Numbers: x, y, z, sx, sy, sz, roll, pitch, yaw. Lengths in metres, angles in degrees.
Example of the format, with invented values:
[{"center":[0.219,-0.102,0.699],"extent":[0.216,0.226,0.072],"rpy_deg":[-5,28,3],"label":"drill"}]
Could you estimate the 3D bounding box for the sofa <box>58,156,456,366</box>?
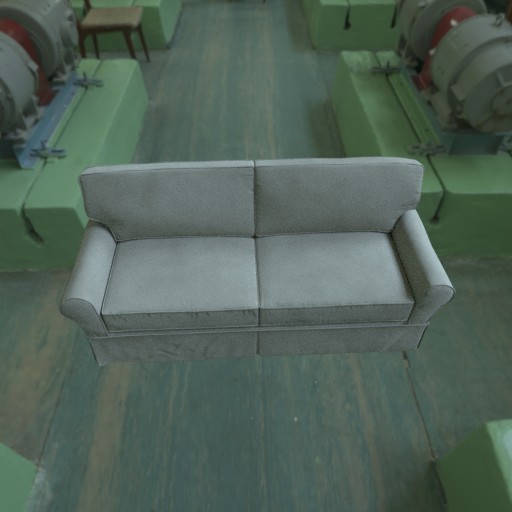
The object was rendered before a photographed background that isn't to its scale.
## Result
[{"center":[0.000,0.000,2.819],"extent":[2.246,1.014,0.900],"rpy_deg":[-2,46,-2],"label":"sofa"}]
